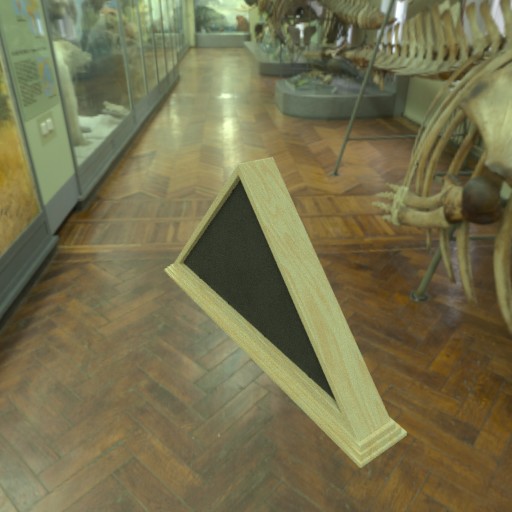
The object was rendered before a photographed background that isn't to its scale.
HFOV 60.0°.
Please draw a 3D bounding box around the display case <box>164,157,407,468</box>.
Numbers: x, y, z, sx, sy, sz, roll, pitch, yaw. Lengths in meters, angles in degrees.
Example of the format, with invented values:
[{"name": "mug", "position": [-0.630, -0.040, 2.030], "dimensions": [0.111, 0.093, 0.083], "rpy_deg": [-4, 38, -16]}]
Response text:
[{"name": "display case", "position": [0.000, 0.000, 0.775], "dimensions": [0.095, 0.340, 0.640], "rpy_deg": [-18, 33, -30]}]
